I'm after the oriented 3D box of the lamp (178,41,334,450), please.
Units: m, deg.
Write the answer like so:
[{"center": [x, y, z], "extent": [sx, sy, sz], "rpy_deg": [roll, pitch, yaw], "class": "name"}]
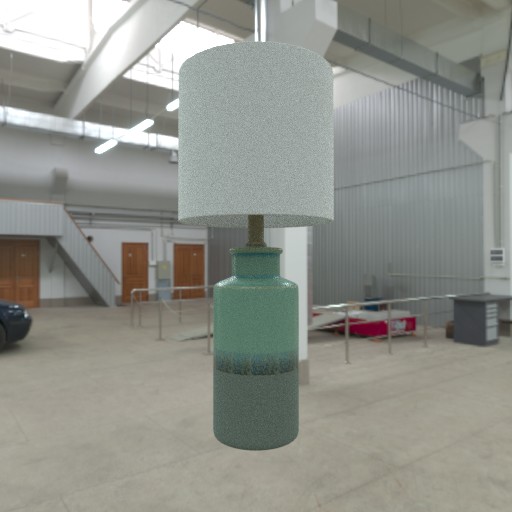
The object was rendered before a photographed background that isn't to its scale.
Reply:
[{"center": [0.000, 0.000, 0.613], "extent": [0.212, 0.493, 0.212], "rpy_deg": [0, -1, 18], "class": "lamp"}]
